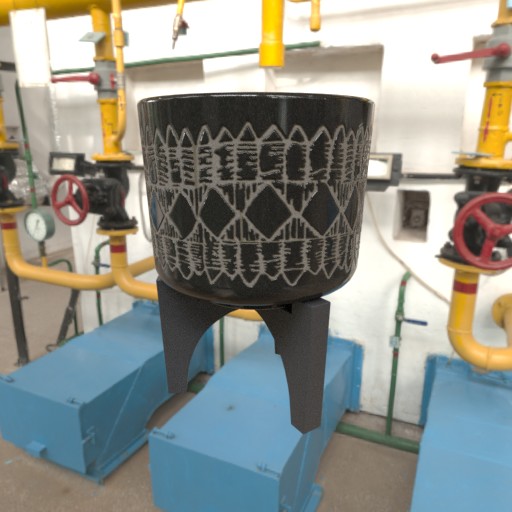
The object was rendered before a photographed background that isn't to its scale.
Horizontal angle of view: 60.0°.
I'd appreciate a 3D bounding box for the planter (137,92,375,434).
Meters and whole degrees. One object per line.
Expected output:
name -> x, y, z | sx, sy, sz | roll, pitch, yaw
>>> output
planter -> 0.000, 0.000, 0.270 | 0.129, 0.177, 0.129 | 0, 15, 0
